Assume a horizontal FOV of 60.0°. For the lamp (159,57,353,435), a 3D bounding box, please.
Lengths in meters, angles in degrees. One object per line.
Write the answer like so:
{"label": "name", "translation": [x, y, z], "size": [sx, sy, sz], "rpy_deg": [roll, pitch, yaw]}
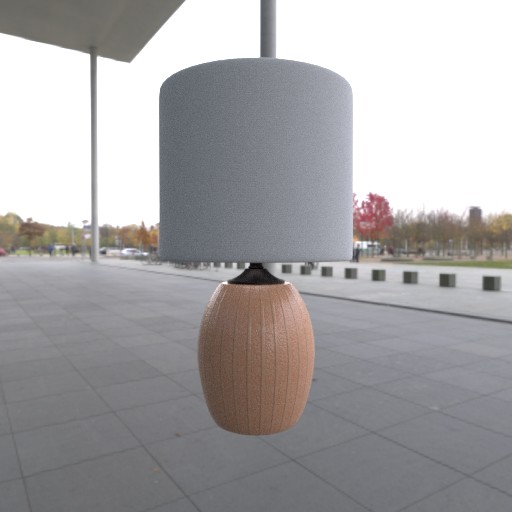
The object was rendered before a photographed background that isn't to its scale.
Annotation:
{"label": "lamp", "translation": [0.000, 0.000, 0.771], "size": [0.329, 0.570, 0.329], "rpy_deg": [0, 1, 0]}
